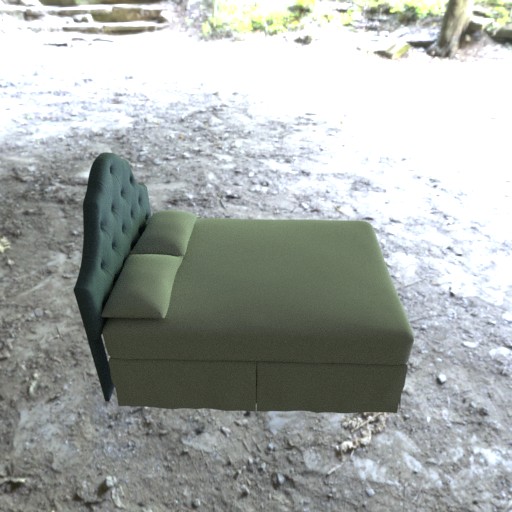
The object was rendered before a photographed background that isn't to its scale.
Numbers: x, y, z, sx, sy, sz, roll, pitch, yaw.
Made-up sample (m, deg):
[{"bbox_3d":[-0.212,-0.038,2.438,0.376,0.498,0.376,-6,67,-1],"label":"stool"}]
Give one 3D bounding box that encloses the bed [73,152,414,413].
[{"bbox_3d":[0.000,0.000,3.399,2.155,1.575,1.636,1,34,1],"label":"bed"}]
